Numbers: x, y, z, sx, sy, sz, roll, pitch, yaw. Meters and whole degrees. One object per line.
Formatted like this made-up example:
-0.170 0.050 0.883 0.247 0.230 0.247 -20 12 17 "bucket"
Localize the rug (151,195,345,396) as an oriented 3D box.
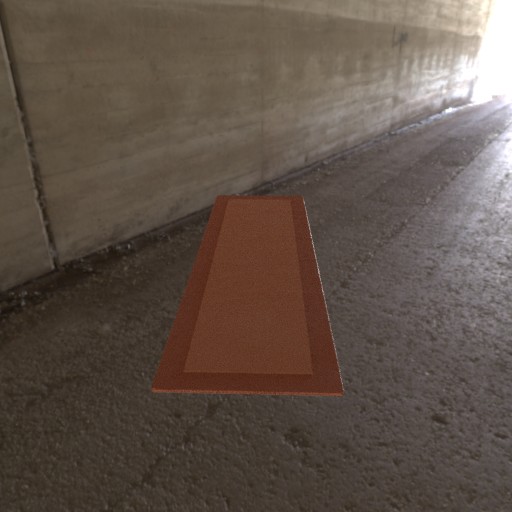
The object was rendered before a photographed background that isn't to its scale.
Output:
0.000 0.000 2.808 0.914 0.013 2.471 -1 26 -2 "rug"
